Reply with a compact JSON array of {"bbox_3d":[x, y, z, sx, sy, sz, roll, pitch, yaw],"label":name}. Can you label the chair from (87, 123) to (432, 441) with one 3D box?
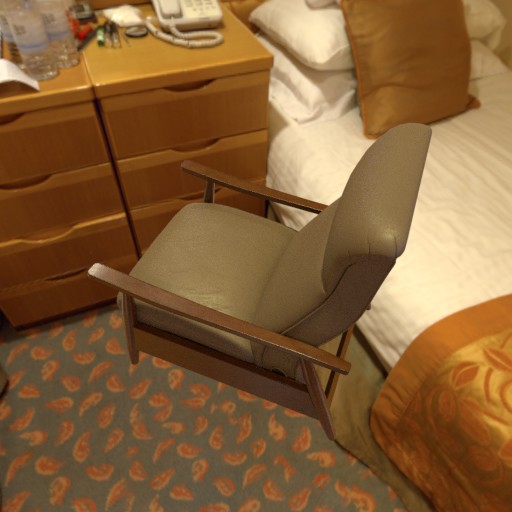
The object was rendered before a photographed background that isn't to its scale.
[{"bbox_3d":[0.000,0.000,1.759,1.014,1.082,0.762,16,49,15],"label":"chair"}]
